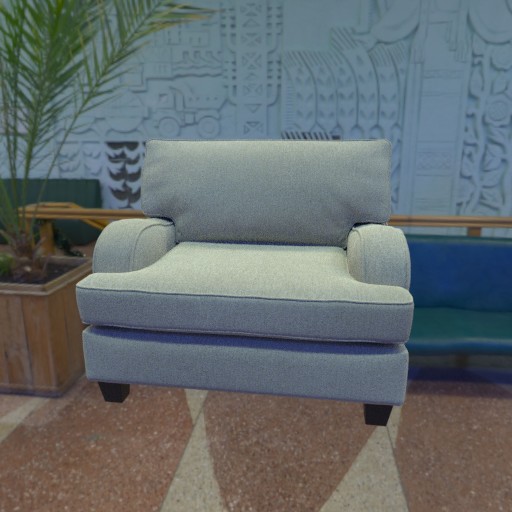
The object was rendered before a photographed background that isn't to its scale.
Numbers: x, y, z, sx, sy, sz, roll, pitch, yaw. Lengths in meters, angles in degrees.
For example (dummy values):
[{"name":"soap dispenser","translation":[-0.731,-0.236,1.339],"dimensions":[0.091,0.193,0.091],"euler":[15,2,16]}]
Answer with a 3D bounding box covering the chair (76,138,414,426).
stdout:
[{"name":"chair","translation":[0.000,0.000,1.983],"dimensions":[1.220,1.016,1.041],"euler":[2,15,8]}]
